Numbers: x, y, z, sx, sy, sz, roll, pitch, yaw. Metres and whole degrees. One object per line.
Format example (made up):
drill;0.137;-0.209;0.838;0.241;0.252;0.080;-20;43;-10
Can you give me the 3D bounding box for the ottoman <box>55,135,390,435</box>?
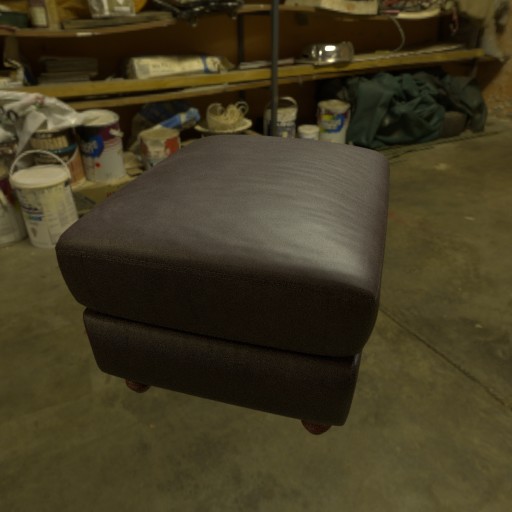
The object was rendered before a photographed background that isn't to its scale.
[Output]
ottoman;0.000;0.000;1.247;0.670;0.569;0.806;8;31;14
